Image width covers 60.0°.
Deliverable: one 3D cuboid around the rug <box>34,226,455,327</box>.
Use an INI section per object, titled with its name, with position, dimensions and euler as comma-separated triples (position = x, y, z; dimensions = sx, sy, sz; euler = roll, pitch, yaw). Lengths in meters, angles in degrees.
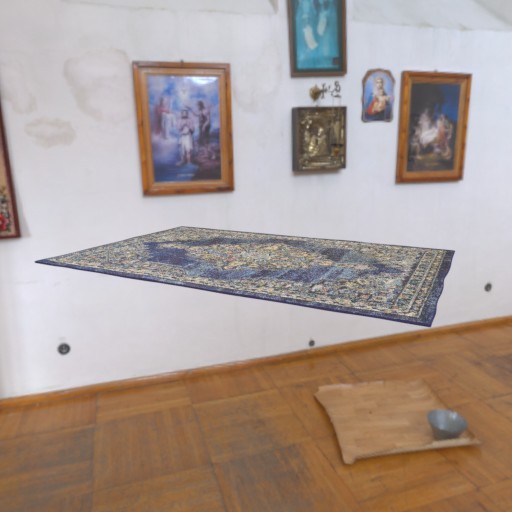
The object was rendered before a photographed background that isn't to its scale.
[rug]
position = 0.000, 0.000, 2.234
dimensions = 1.781, 0.012, 1.184
euler = 7, 15, 26
